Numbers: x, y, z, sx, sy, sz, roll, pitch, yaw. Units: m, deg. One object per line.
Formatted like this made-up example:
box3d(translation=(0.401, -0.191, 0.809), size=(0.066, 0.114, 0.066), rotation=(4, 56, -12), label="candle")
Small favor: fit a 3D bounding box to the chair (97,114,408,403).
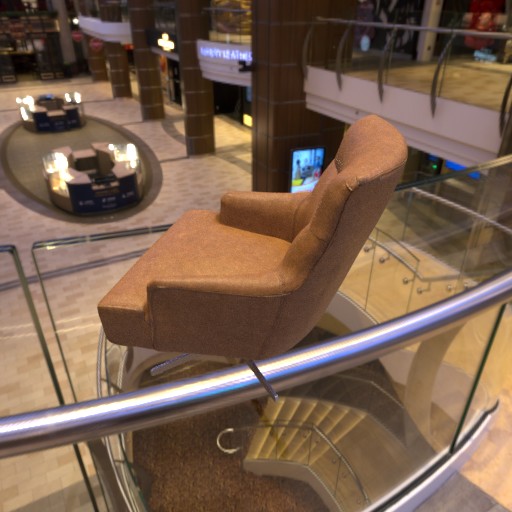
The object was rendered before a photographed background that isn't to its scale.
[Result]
box3d(translation=(0.000, 0.000, 1.540), size=(0.874, 0.869, 0.729), rotation=(8, 32, 13), label="chair")
